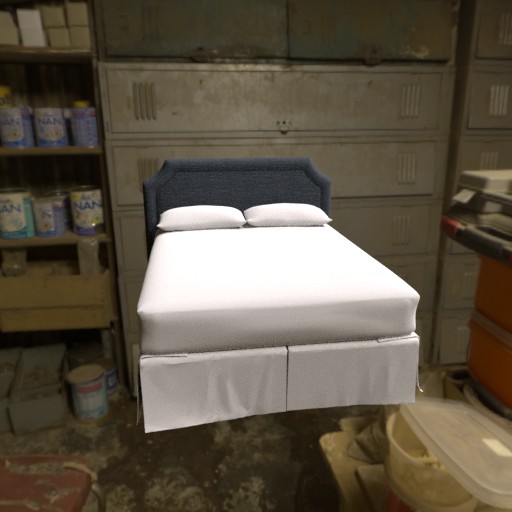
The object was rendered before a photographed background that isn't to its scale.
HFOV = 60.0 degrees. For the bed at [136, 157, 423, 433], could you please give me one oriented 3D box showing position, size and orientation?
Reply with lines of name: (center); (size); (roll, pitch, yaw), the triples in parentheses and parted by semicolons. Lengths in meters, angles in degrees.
bed: (0.000, 0.000, 3.383); (1.828, 1.297, 2.208); (-3, 17, -8)
